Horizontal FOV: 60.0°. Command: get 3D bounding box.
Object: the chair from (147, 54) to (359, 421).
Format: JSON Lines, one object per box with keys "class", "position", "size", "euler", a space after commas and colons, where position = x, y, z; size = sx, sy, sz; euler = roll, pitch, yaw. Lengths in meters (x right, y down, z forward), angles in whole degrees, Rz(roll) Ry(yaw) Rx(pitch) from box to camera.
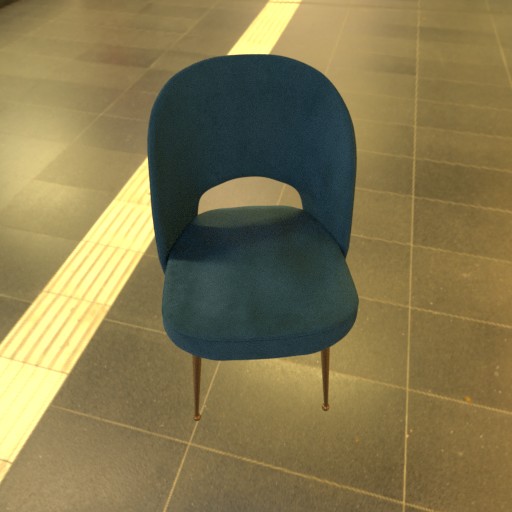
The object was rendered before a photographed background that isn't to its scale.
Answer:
{"class": "chair", "position": [0.000, 0.000, 1.212], "size": [0.527, 0.860, 0.577], "euler": [-3, 46, -3]}
